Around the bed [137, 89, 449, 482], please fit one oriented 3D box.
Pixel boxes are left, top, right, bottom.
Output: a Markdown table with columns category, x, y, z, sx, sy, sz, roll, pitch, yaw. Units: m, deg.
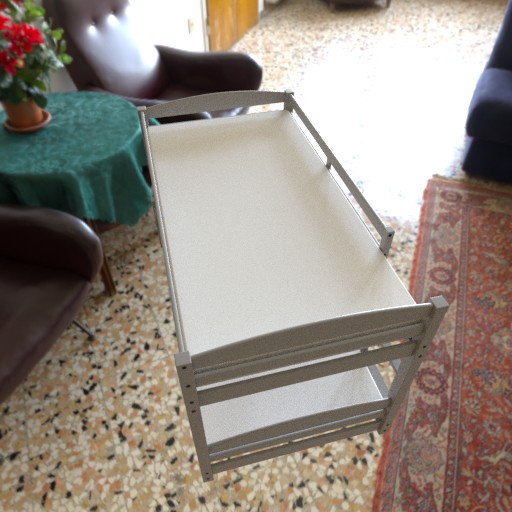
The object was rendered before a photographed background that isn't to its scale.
| category | x | y | z | sx | sy | sz | roll | pitch | yaw |
| --- | --- | --- | --- | --- | --- | --- | --- | --- | --- |
| bed | 0.000 | 0.000 | 2.728 | 1.105 | 1.206 | 2.013 | -10 | 46 | -10 |
